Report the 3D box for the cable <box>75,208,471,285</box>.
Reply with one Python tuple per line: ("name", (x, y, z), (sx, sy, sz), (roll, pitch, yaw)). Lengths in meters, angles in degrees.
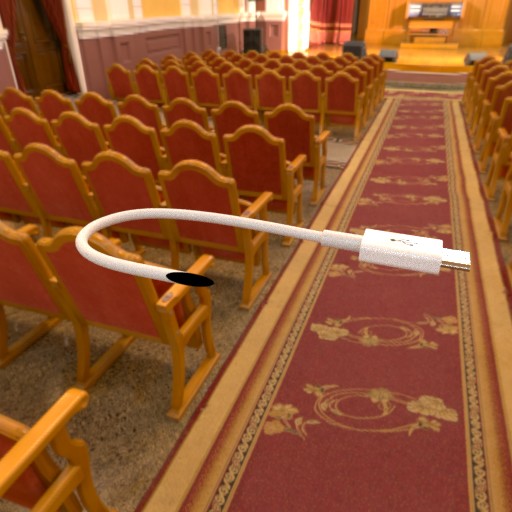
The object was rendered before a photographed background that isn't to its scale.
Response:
("cable", (0.000, 0.000, 0.109), (0.098, 0.006, 0.040), (10, 32, 17))
